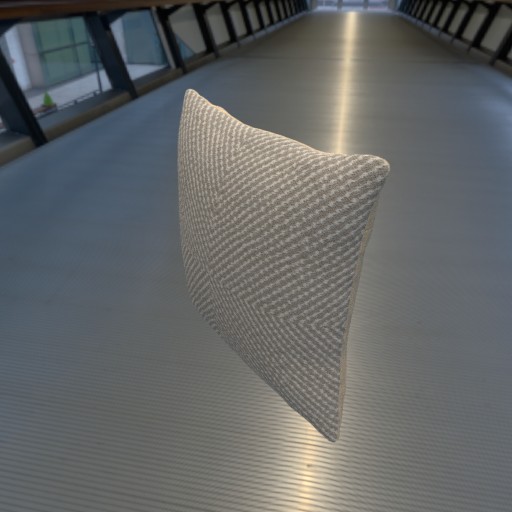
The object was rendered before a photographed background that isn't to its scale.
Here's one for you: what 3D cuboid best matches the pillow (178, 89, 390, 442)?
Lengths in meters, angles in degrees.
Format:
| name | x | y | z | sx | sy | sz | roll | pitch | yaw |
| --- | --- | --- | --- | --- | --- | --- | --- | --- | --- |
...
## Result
| name | x | y | z | sx | sy | sz | roll | pitch | yaw |
| --- | --- | --- | --- | --- | --- | --- | --- | --- | --- |
| pillow | 0.000 | 0.000 | 0.736 | 0.181 | 0.458 | 0.459 | -20 | 37 | -29 |
